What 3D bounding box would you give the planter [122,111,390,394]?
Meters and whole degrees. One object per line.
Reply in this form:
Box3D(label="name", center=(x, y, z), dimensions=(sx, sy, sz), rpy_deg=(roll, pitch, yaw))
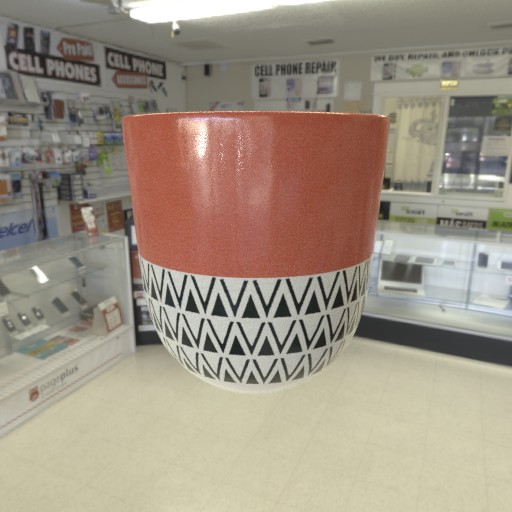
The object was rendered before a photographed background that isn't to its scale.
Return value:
Box3D(label="planter", center=(0.000, 0.000, 0.362), dimensions=(0.195, 0.214, 0.195), rpy_deg=(0, 15, 0))
